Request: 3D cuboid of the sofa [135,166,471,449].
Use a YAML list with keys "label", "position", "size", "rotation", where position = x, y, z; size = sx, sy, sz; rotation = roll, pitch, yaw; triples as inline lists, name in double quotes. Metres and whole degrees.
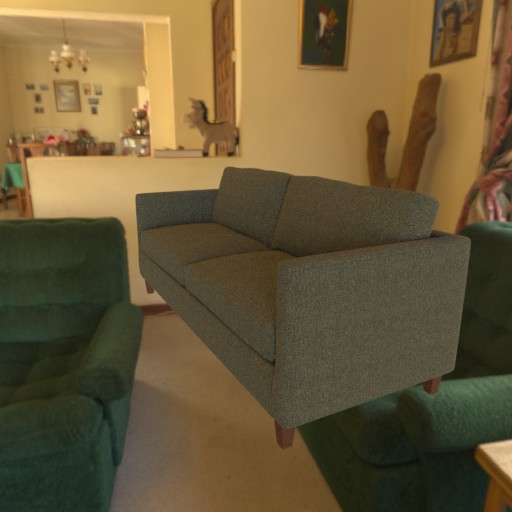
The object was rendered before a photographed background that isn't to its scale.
- label: "sofa"
  position: [0.000, 0.000, 2.666]
  size: [0.948, 0.965, 2.208]
  rotation: [-8, 17, -27]
